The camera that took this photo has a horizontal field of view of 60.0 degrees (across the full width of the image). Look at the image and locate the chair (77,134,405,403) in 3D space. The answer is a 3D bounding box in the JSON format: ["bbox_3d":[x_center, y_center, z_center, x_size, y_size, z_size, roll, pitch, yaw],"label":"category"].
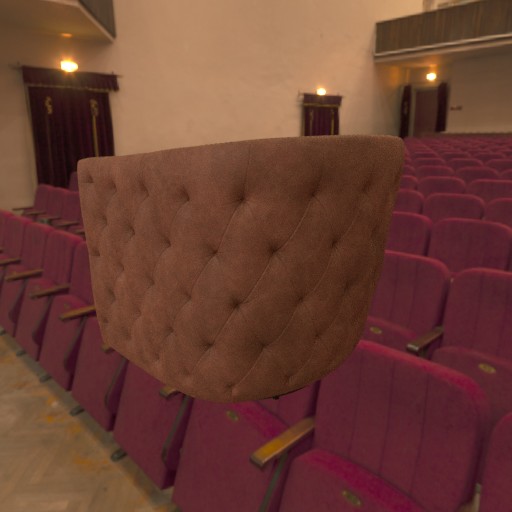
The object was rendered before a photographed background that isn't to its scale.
[{"bbox_3d":[0.000,0.000,1.502,0.850,0.790,0.870,-14,20,-41],"label":"chair"}]
